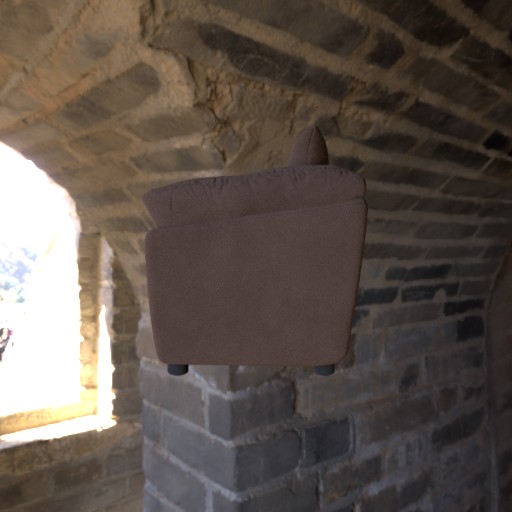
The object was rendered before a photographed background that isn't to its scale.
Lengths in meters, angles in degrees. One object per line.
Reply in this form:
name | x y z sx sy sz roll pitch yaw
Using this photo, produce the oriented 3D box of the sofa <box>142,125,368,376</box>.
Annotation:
sofa | 0.000 0.000 2.820 0.878 1.015 2.336 0 -1 0
